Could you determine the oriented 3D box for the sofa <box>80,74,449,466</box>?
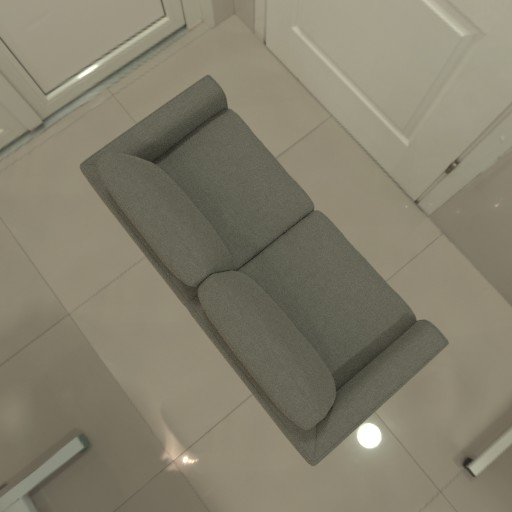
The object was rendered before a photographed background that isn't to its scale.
[{"bbox_3d":[0.000,0.000,2.767,1.070,0.801,2.262,-38,80,-8],"label":"sofa"}]
